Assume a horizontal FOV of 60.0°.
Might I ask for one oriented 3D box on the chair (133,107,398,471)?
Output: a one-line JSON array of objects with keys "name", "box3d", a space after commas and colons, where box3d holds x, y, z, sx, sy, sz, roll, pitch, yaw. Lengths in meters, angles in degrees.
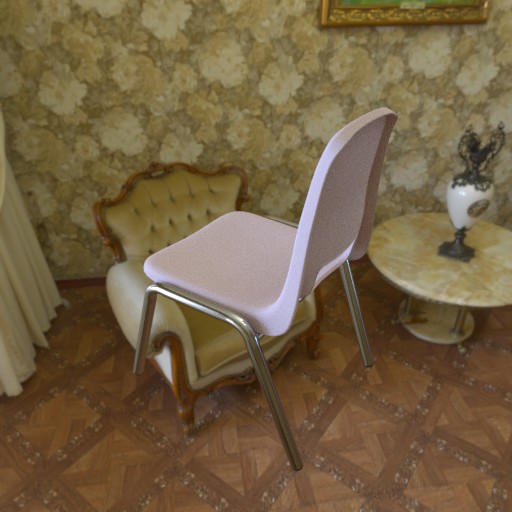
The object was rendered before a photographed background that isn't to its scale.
[{"name": "chair", "box3d": [0.000, 0.000, 0.843, 0.423, 0.586, 0.354, 21, 37, 30]}]
